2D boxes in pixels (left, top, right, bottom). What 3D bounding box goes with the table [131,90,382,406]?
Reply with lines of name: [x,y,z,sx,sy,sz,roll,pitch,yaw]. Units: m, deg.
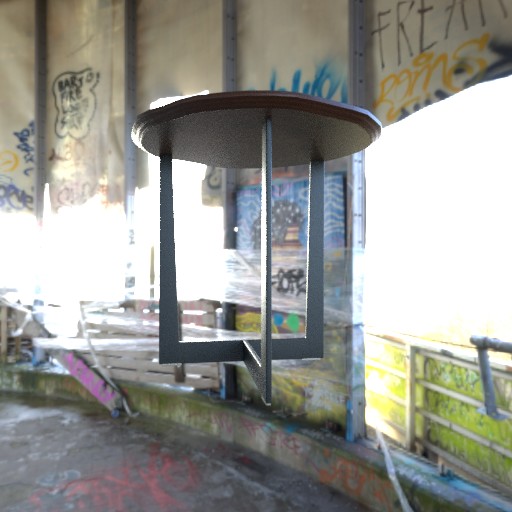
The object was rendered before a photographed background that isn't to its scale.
table: [0.000,0.000,0.883,0.477,0.476,0.494,0,0,-20]
